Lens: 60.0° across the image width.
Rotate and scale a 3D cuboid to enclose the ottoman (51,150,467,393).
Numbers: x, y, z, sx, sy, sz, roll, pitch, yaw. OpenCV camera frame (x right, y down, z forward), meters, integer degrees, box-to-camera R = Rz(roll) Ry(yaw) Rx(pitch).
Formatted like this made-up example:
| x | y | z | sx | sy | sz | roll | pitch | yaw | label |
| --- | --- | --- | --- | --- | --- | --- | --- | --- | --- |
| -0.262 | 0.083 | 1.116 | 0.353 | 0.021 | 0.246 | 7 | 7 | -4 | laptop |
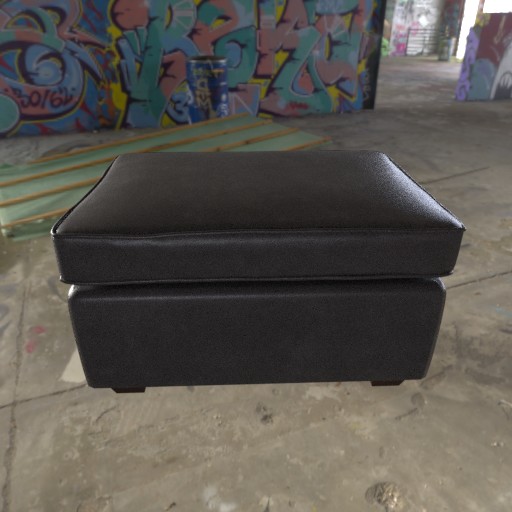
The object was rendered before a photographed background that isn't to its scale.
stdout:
| x | y | z | sx | sy | sz | roll | pitch | yaw | label |
| --- | --- | --- | --- | --- | --- | --- | --- | --- | --- |
| 0.000 | 0.000 | 1.099 | 0.756 | 0.445 | 0.554 | -1 | 28 | -2 | ottoman |
